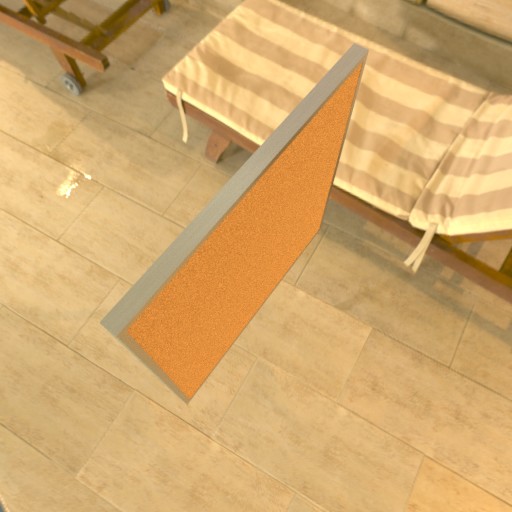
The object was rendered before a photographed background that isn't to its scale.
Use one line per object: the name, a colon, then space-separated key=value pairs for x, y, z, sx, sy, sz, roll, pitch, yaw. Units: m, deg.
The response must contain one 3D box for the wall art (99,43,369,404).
wall art: x=0.000 y=0.000 z=1.214 sx=0.038 sy=0.806 sz=0.806 roll=33 pitch=69 yaw=15
